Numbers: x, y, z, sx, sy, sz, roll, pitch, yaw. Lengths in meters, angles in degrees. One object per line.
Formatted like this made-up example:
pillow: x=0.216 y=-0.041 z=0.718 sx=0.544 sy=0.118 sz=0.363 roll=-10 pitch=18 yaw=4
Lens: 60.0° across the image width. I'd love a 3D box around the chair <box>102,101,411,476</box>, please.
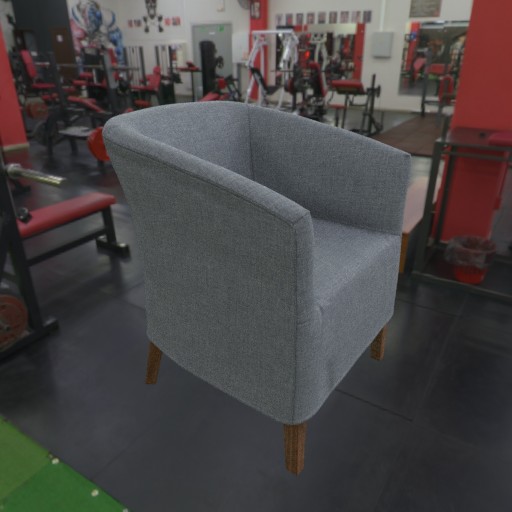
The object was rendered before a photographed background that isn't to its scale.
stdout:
chair: x=0.000 y=0.000 z=1.254 sx=0.668 sy=0.771 sz=0.600 roll=17 pitch=31 yaw=32
